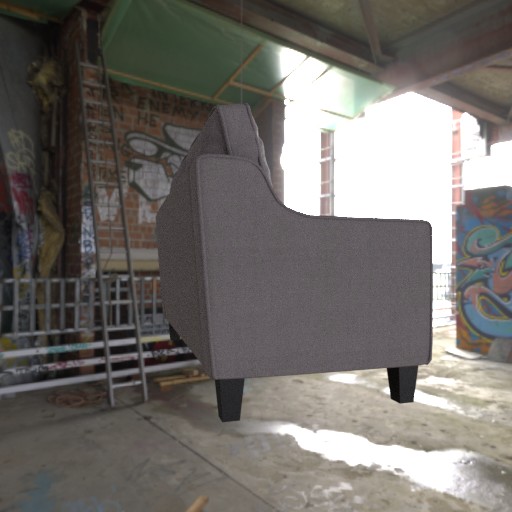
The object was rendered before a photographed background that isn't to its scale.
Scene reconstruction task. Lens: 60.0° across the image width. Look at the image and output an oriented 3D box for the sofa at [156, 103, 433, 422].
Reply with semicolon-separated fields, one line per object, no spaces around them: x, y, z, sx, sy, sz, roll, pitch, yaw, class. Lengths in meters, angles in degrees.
0.000;0.000;2.002;0.791;0.948;1.500;0;-1;-17;sofa
